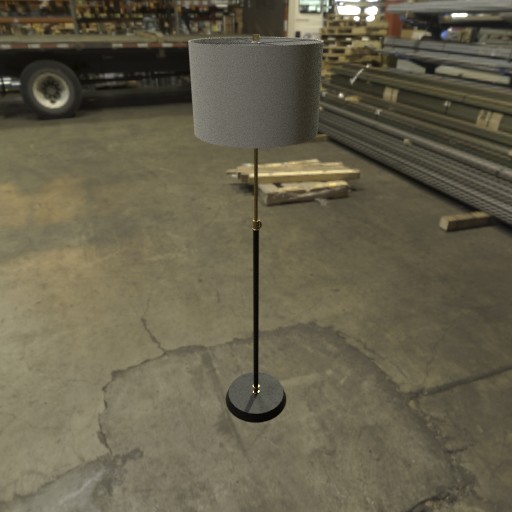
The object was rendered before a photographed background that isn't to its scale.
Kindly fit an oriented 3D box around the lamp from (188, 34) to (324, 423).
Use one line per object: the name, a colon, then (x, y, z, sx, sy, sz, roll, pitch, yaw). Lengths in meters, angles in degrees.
lamp: (0.000, 0.000, 1.696, 0.404, 1.517, 0.404, -10, 31, -17)
